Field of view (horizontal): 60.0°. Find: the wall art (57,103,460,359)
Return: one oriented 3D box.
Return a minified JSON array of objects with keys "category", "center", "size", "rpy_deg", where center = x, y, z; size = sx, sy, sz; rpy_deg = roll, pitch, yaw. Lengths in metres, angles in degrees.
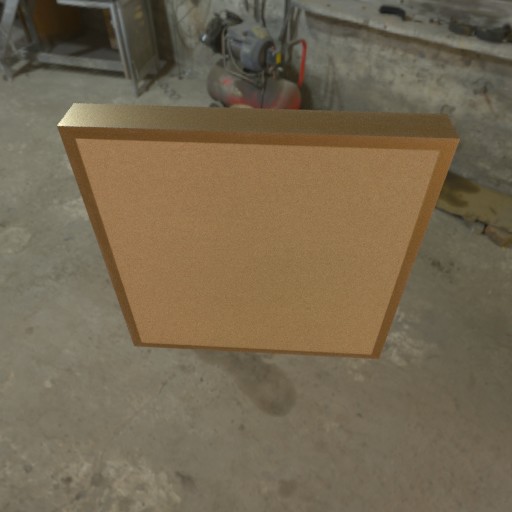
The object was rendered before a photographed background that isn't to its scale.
[{"category":"wall art","center":[0.000,0.000,0.457],"size":[0.306,0.305,0.038],"rpy_deg":[2,45,2]}]
